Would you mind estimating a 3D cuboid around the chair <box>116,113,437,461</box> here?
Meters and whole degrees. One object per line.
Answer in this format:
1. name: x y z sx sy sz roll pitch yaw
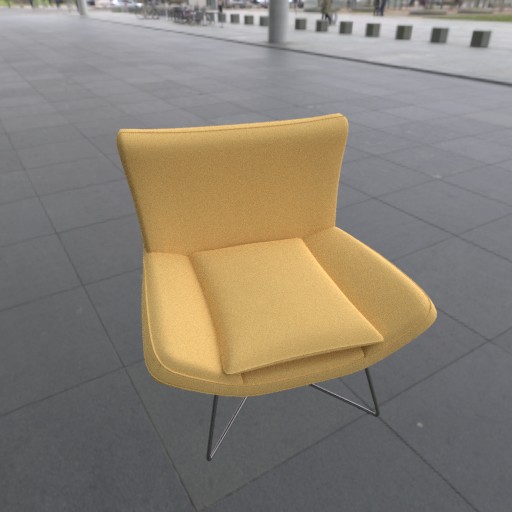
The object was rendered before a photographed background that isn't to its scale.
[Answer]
1. chair: 0.000 0.000 1.604 0.859 0.855 1.008 -9 31 -14
